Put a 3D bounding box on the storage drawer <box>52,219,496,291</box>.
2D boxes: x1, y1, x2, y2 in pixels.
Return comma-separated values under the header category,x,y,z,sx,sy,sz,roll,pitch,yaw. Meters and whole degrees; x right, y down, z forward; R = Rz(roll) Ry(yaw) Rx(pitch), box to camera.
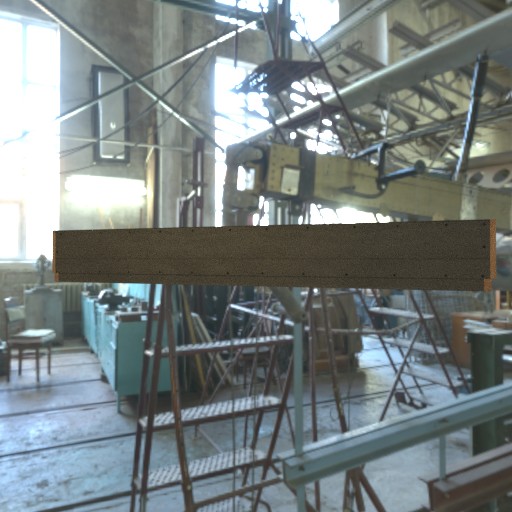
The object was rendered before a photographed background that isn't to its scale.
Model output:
category,x,y,z,sx,sy,sz,roll,pitch,yaw
storage drawer,0.000,0.000,2.195,2.032,0.264,0.538,0,0,19
